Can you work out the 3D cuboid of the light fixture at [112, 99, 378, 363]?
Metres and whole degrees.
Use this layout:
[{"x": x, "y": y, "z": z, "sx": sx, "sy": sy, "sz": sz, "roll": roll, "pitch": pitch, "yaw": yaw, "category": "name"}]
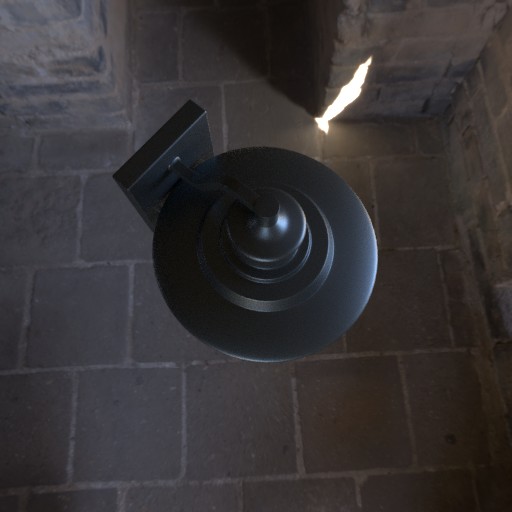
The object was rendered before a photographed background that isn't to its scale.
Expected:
[{"x": 0.000, "y": 0.000, "z": 0.505, "sx": 0.252, "sy": 0.345, "sz": 0.222, "roll": 39, "pitch": 78, "yaw": 10, "category": "light fixture"}]
